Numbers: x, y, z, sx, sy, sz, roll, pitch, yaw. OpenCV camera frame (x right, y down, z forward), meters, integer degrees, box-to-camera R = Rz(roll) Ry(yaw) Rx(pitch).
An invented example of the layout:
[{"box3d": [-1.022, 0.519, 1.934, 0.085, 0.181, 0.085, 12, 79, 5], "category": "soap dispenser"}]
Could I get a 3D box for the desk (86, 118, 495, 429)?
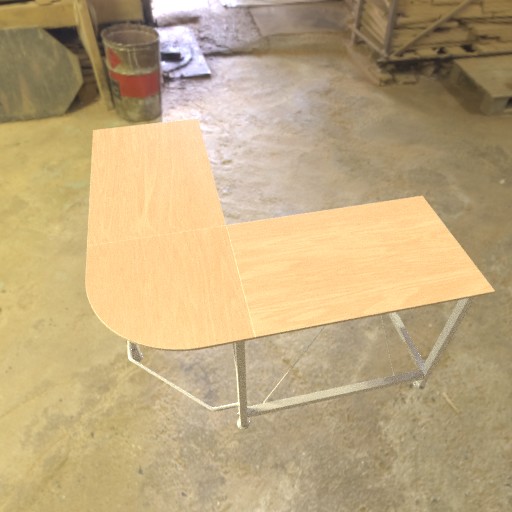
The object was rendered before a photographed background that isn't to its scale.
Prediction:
[{"box3d": [0.000, 0.000, 2.190, 1.400, 0.762, 1.400, -9, 47, -9], "category": "desk"}]
